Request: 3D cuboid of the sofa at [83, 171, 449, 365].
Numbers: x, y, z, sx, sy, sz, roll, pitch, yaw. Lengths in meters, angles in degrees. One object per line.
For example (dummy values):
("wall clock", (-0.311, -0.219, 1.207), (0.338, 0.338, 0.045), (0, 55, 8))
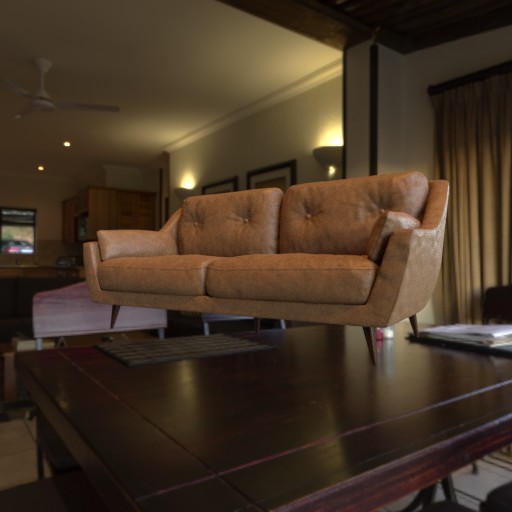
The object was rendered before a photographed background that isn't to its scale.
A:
("sofa", (0.000, 0.000, 2.397), (1.902, 0.839, 0.904), (-1, -1, 35))
